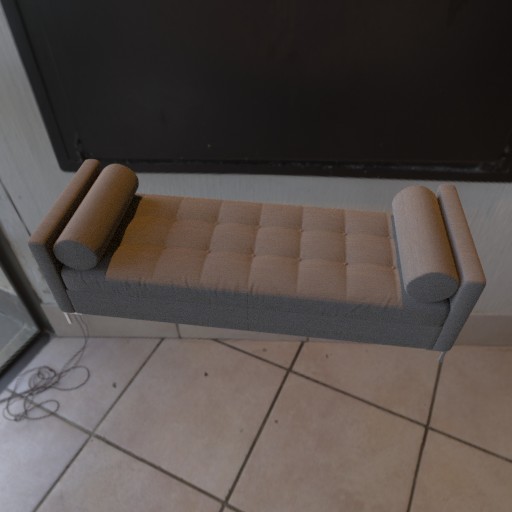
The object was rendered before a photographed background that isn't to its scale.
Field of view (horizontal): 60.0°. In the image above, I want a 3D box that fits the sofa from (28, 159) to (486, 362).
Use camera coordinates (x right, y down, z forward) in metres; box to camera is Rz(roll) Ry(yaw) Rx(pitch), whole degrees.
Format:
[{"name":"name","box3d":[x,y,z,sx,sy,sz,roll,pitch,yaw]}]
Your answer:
[{"name":"sofa","box3d":[0.000,0.000,2.329,1.981,0.635,0.686,5,45,5]}]
